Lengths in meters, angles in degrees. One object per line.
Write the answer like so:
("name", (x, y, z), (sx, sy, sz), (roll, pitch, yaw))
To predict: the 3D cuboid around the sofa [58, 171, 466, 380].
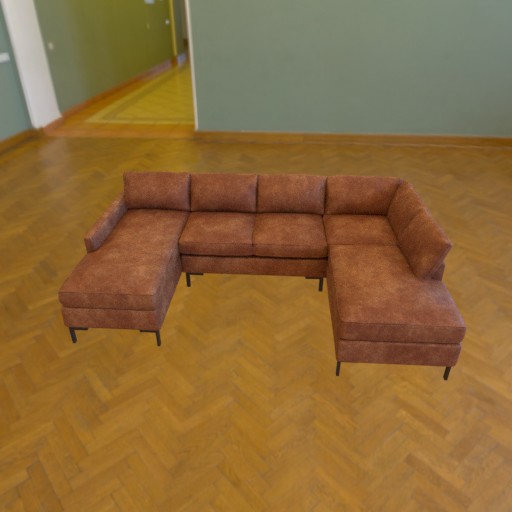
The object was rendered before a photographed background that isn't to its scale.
("sofa", (0.000, 0.000, 3.870), (2.956, 0.900, 1.939), (2, 31, 3))
